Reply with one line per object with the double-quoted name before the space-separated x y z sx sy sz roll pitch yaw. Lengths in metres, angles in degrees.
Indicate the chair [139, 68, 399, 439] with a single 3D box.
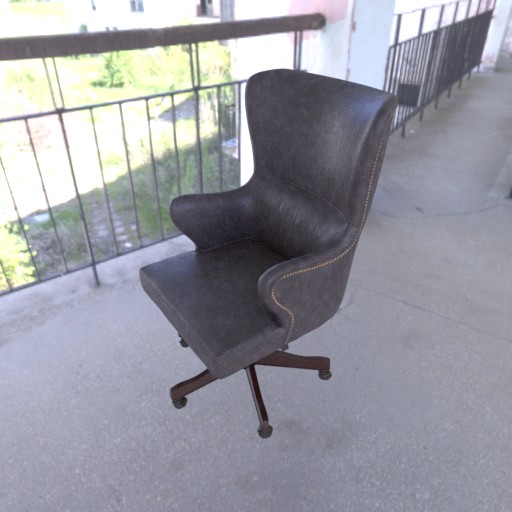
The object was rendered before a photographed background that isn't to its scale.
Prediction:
"chair" 0.000 0.000 1.463 0.717 1.037 0.594 -21 38 -29
